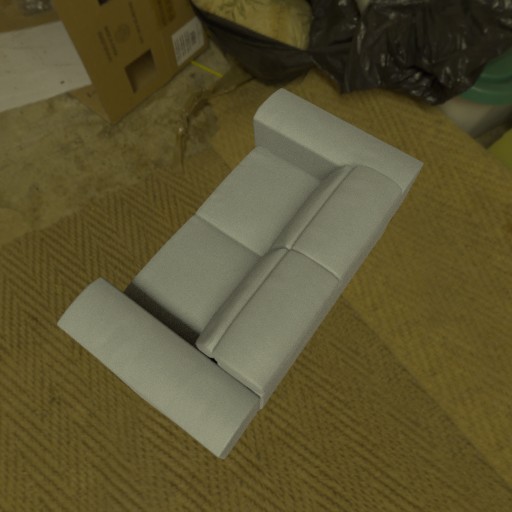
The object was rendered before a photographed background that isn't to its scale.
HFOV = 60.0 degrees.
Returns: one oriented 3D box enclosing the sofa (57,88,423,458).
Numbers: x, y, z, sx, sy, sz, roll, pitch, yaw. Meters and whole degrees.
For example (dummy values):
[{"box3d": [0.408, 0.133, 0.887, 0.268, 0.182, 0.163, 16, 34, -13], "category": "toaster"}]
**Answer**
[{"box3d": [0.000, 0.000, 2.497, 1.003, 0.779, 1.895, 33, 69, 15], "category": "sofa"}]
